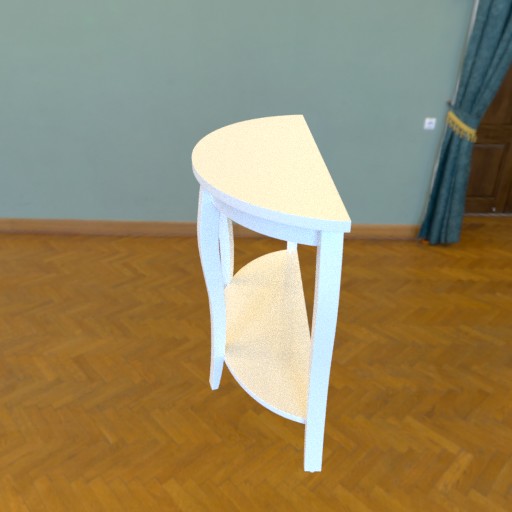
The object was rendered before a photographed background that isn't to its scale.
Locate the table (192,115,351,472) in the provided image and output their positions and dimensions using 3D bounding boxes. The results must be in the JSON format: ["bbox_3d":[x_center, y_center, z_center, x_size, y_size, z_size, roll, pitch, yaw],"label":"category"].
[{"bbox_3d":[0.000,0.000,1.594,0.394,0.780,1.219,0,27,1],"label":"table"}]
